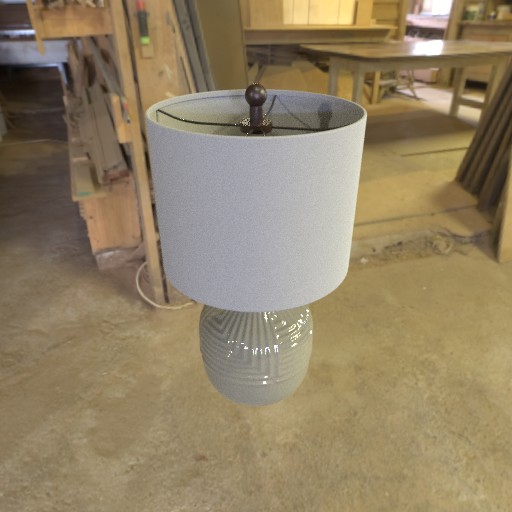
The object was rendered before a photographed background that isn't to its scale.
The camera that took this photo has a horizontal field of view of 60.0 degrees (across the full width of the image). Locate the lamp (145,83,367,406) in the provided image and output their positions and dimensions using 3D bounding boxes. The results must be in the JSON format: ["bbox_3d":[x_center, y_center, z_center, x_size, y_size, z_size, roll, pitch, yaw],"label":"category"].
[{"bbox_3d":[0.000,0.000,0.773,0.318,0.567,0.318,0,30,0],"label":"lamp"}]
